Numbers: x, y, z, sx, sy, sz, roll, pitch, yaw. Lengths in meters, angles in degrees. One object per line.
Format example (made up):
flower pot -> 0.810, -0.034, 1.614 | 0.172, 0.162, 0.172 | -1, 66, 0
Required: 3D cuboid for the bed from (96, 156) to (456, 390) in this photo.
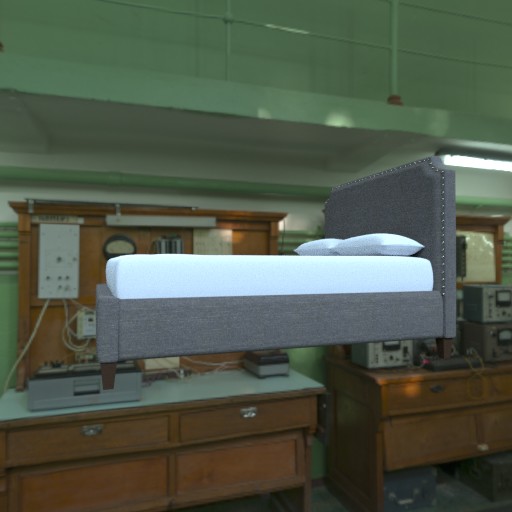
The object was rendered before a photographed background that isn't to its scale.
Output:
bed -> 0.000, 0.000, 3.511 | 2.381, 1.457, 1.713 | 0, -1, -20
